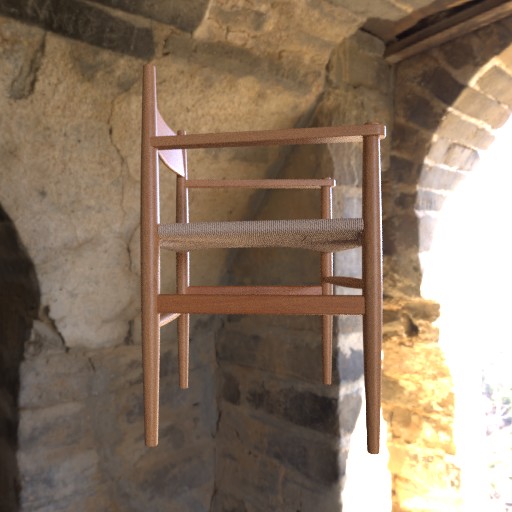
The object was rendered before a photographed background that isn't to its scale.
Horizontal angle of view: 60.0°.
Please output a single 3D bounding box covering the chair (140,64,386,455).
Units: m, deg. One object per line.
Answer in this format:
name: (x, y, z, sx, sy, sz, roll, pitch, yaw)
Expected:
chair: (0.000, 0.000, 1.106, 0.495, 0.762, 0.556, 0, -2, -1)
